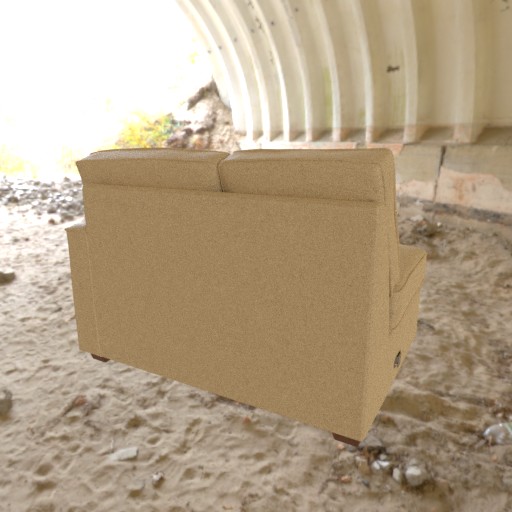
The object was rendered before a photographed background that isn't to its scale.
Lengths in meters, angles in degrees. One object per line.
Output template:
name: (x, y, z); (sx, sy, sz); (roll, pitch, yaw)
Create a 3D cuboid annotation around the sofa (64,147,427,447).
sofa: (0.000, 0.000, 2.047); (1.388, 0.989, 0.991); (8, 17, 28)
